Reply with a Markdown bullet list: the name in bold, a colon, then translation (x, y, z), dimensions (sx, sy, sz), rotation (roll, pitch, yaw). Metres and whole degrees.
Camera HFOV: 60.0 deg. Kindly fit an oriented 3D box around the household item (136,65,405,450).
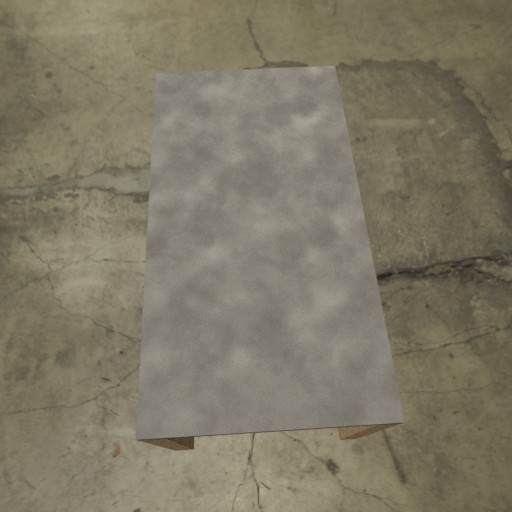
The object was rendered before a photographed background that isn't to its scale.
- **household item**: translation (0.000, 0.000, 2.086), dimensions (0.850, 0.755, 1.600), rotation (-3, 64, -2)
